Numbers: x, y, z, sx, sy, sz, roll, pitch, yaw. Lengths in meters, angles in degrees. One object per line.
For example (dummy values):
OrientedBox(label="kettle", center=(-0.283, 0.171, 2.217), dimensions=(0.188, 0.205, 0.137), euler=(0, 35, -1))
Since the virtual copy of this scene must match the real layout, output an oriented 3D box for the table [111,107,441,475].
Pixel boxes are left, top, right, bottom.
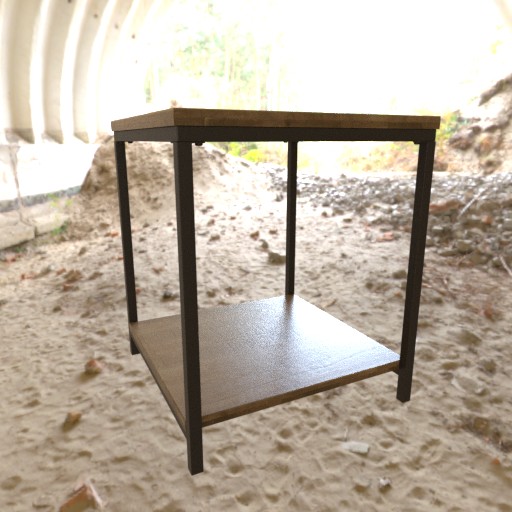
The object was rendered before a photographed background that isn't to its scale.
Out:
OrientedBox(label="table", center=(0.000, 0.000, 0.996), dimensions=(0.503, 0.589, 0.507), euler=(-7, 16, -26))
